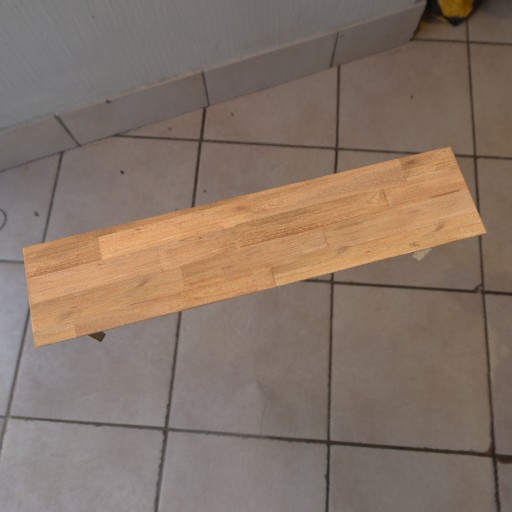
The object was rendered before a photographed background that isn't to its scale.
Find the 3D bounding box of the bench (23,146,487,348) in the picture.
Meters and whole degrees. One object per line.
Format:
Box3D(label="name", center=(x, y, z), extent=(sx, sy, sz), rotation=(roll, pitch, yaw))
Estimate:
Box3D(label="bench", center=(0.000, 0.000, 1.866), extent=(1.698, 0.431, 0.378), rotation=(-14, 75, -4))
